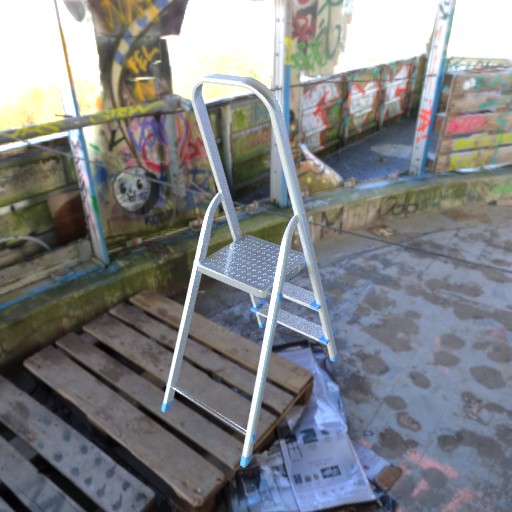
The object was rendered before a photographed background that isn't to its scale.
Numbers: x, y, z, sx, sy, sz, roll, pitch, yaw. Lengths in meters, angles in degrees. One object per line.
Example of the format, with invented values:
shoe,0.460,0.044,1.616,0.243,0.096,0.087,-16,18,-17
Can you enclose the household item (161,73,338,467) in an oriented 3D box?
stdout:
household item,0.000,0.000,1.564,0.420,1.215,0.687,20,35,31
